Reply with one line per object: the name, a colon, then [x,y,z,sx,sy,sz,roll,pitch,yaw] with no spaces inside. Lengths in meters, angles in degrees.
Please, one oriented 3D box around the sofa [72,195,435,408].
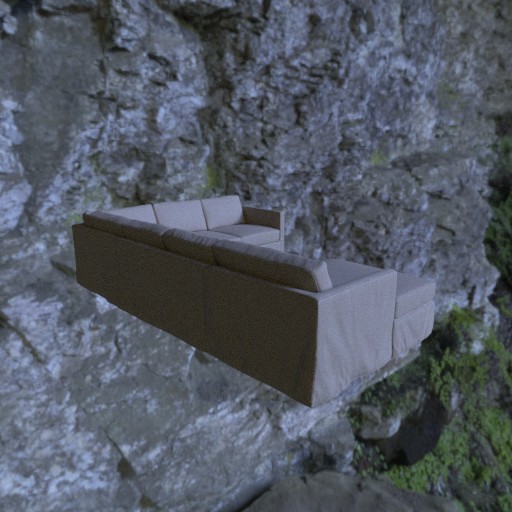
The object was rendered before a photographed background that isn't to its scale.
sofa: [0.000,0.000,4.610,2.476,0.878,3.528,-13,19,-43]
